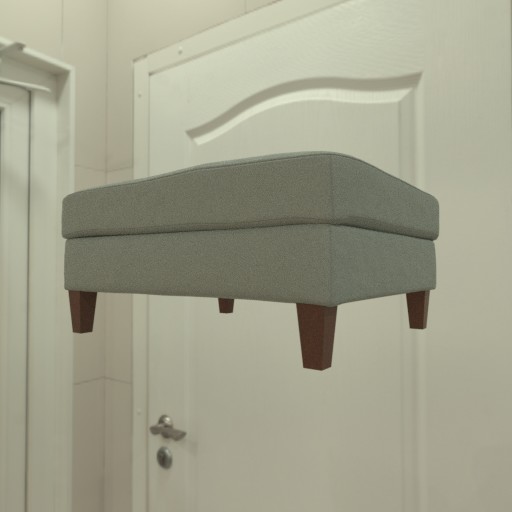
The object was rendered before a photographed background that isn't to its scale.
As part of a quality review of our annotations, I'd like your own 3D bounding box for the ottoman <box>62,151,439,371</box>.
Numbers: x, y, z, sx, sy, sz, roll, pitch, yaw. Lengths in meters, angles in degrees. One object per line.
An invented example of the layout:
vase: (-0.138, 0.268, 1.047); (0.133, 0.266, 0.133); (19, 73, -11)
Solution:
ottoman: (0.000, 0.000, 1.481); (0.991, 0.494, 0.842); (-1, -2, 36)
